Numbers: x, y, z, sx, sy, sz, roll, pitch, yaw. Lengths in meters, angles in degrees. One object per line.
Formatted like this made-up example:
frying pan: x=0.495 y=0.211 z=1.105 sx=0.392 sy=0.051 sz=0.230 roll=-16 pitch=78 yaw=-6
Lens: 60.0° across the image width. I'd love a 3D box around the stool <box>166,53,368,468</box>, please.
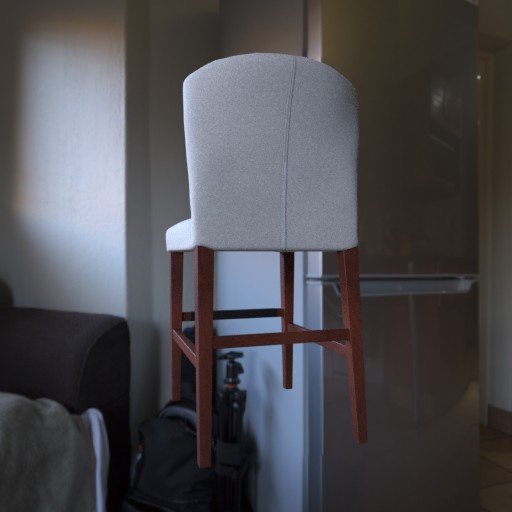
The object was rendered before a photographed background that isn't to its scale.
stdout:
stool: x=0.000 y=0.000 z=1.321 sx=0.479 sy=0.968 sz=0.568 roll=0 pitch=0 yaw=-18
